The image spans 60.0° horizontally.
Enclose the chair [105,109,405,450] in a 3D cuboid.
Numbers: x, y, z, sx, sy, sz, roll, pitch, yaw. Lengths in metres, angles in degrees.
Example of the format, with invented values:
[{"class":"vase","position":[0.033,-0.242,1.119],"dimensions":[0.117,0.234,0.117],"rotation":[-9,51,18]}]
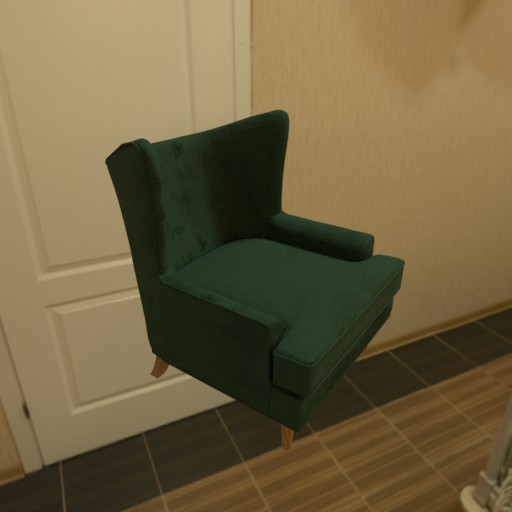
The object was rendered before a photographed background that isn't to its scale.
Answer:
[{"class":"chair","position":[0.000,0.000,1.667],"dimensions":[0.910,0.952,0.793],"rotation":[17,31,31]}]
